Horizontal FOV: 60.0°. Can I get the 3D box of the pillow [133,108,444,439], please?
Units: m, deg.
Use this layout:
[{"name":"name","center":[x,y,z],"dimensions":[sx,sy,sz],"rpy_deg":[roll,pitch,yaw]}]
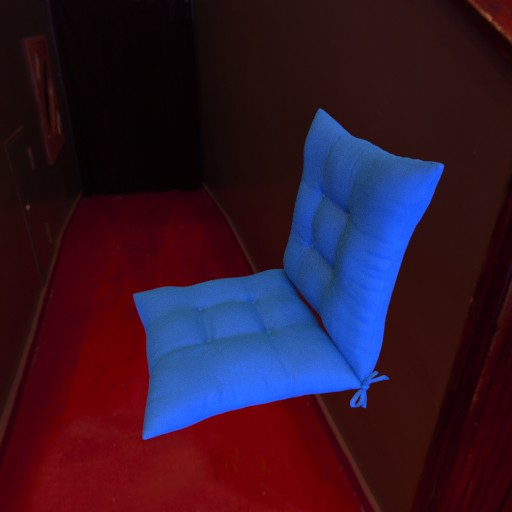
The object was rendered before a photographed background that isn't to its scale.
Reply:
[{"name":"pillow","center":[0.000,0.000,1.005],"dimensions":[0.585,0.536,0.541],"rpy_deg":[-8,30,-14]}]
